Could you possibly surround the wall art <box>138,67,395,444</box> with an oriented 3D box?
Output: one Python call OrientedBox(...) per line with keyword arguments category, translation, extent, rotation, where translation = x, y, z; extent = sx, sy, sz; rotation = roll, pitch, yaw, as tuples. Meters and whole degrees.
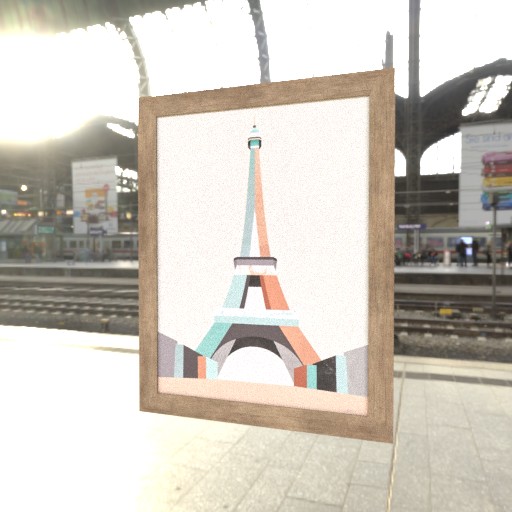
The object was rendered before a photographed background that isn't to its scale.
OrientedBox(category="wall art", translation=(0.000, 0.000, 0.896), extent=(0.534, 0.686, 0.018), rotation=(0, 1, 18))
